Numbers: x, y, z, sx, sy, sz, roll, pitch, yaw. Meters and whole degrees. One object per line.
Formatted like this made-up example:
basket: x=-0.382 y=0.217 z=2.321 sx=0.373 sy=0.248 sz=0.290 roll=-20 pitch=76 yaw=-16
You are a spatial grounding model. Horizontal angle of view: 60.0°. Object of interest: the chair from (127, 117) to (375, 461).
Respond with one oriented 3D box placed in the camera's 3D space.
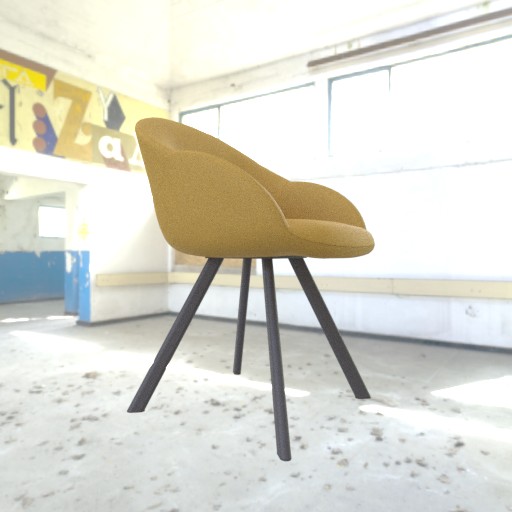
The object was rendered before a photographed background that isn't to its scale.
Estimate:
chair: x=0.000 y=0.000 z=1.180 sx=0.583 sy=0.793 sz=0.551 roll=0 pitch=1 yaw=34
